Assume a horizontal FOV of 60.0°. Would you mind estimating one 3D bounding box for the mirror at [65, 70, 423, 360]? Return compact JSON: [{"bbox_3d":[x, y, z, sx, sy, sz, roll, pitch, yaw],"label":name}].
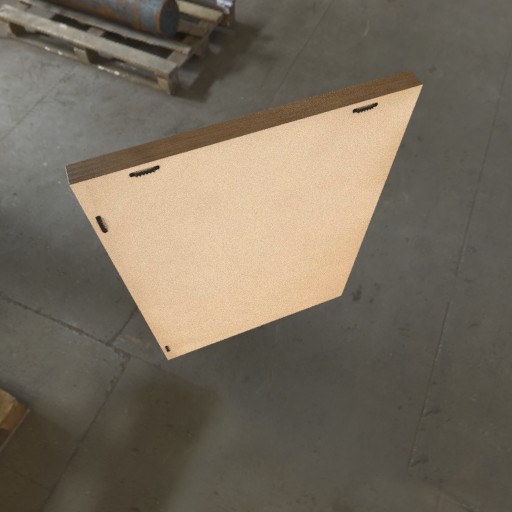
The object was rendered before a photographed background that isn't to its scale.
[{"bbox_3d":[0.000,0.000,0.906,0.507,0.710,0.040,-19,61,-11],"label":"mirror"}]
